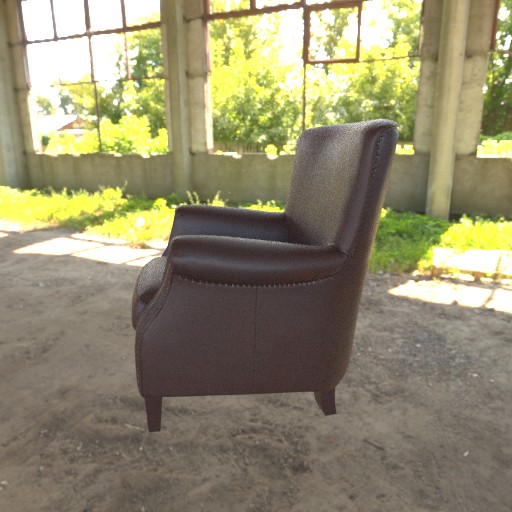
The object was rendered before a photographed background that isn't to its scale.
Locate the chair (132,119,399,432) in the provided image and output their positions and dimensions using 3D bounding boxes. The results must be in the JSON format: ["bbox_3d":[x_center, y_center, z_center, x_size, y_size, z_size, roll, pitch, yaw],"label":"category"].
[{"bbox_3d":[0.000,0.000,1.371,0.746,0.800,0.700,-2,15,-9],"label":"chair"}]
